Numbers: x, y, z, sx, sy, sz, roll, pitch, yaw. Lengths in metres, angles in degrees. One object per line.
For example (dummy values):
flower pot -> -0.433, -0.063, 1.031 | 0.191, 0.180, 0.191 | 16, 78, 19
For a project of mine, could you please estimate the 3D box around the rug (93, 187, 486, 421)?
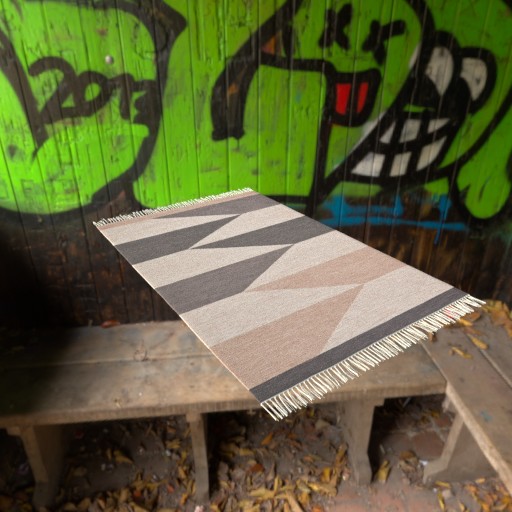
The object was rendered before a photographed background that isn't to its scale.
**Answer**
rug -> 0.000, 0.000, 2.480 | 1.224, 0.027, 2.021 | -18, 32, -30
